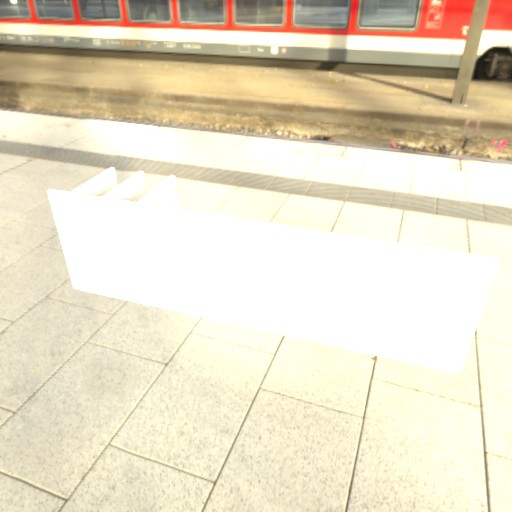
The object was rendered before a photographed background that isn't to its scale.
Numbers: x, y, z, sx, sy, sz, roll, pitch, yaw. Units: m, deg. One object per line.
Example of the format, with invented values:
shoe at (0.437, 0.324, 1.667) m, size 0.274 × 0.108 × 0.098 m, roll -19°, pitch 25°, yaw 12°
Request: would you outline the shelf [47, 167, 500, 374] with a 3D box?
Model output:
shelf at (0.000, 0.000, 1.119) m, size 1.020 × 0.300 × 0.200 m, roll 10°, pitch 34°, yaw 15°
